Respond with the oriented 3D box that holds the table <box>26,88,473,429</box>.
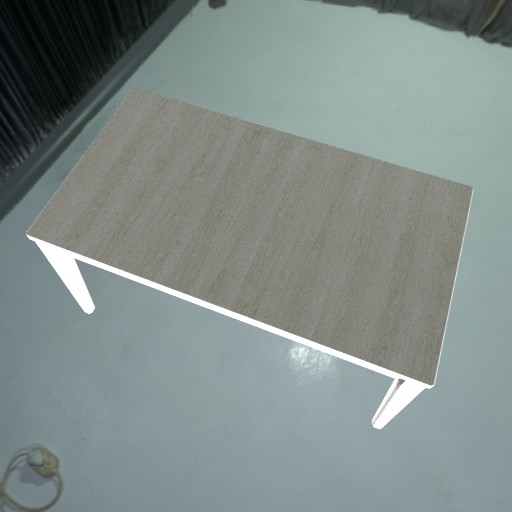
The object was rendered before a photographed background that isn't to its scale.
[{"bbox_3d":[0.000,0.000,2.053,1.600,0.760,0.900,19,64,10],"label":"table"}]
